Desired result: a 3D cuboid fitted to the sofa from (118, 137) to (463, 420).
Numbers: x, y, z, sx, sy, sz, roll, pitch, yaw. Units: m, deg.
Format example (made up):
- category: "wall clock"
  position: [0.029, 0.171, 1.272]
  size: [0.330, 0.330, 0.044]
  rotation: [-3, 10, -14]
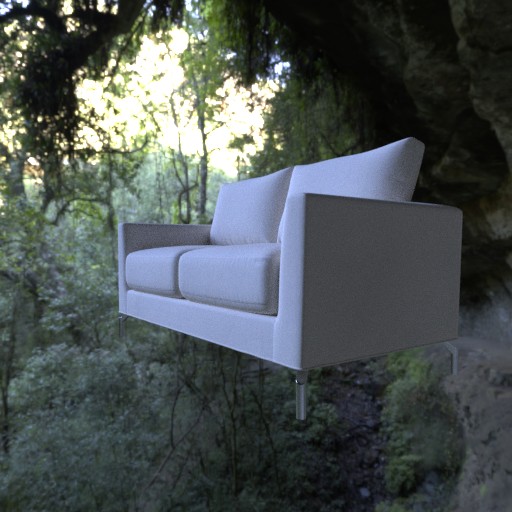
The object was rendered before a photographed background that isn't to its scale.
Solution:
- category: "sofa"
  position: [0.000, 0.000, 2.294]
  size: [0.906, 0.995, 1.739]
  rotation: [0, 0, -36]
